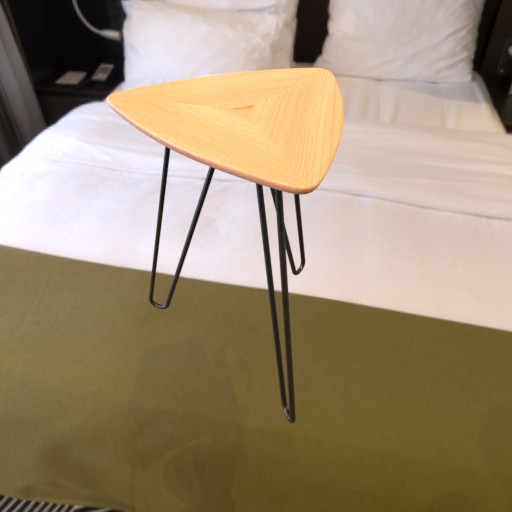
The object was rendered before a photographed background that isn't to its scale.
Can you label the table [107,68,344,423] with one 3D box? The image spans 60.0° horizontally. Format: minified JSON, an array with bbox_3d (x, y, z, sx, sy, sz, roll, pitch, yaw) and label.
[{"bbox_3d":[0.000,0.000,0.886,0.442,0.564,0.455,-13,43,-14],"label":"table"}]
